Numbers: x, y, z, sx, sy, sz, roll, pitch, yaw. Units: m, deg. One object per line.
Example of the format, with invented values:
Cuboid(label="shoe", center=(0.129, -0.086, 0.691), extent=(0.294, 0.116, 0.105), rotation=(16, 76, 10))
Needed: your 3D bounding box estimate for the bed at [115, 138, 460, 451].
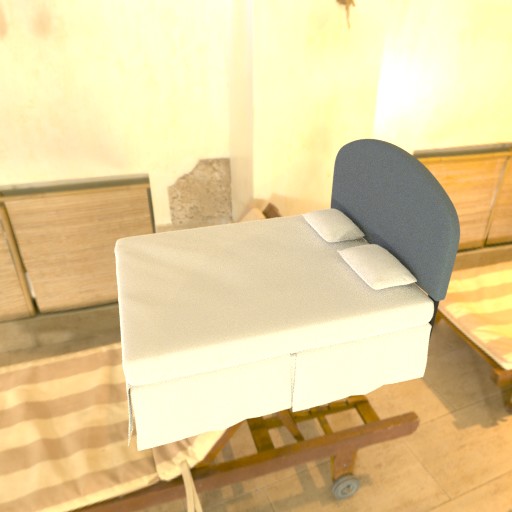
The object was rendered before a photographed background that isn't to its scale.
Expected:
Cuboid(label="bed", center=(0.000, 0.000, 3.099), extent=(2.005, 1.410, 1.607), rotation=(-9, 30, -15))
